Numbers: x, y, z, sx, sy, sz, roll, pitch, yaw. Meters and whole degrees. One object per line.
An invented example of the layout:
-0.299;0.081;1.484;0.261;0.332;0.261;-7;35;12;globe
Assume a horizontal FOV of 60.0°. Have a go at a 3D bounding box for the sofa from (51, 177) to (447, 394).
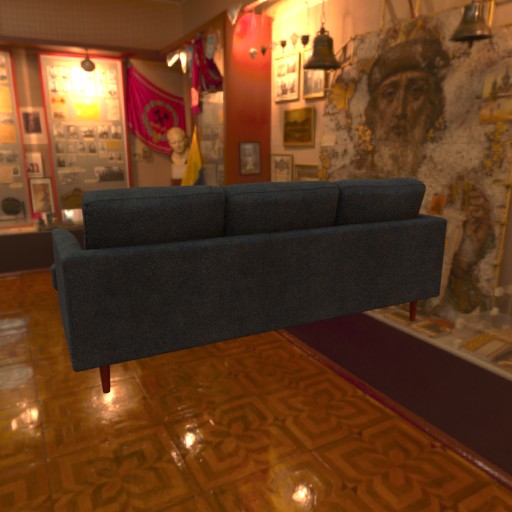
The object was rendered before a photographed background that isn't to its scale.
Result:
0.000;0.000;2.695;2.246;0.930;0.903;-7;15;-26;sofa
